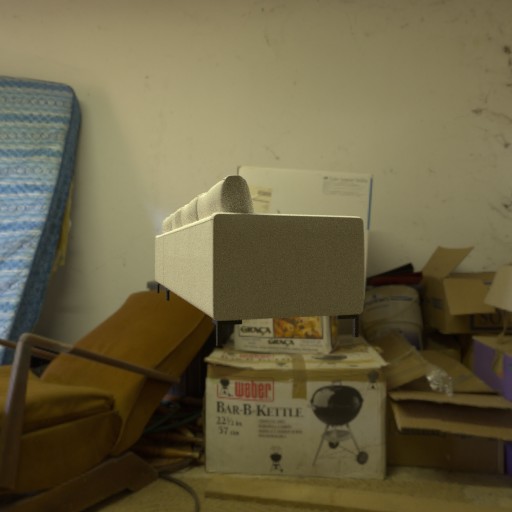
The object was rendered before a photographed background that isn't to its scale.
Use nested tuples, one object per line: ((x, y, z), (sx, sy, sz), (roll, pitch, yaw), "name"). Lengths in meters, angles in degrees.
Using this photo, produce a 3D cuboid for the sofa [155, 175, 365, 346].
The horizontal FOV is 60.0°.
((0.000, 0.000, 2.990), (1.126, 0.677, 2.445), (0, 0, -18), "sofa")
